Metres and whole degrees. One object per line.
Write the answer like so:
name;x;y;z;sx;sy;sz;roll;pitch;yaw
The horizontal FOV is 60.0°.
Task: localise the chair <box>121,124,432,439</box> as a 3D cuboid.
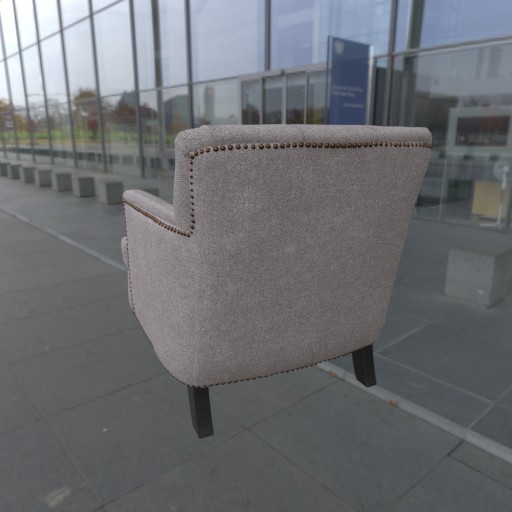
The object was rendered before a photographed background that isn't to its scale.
chair;0.000;0.000;1.474;0.737;0.823;0.902;-7;17;-25
